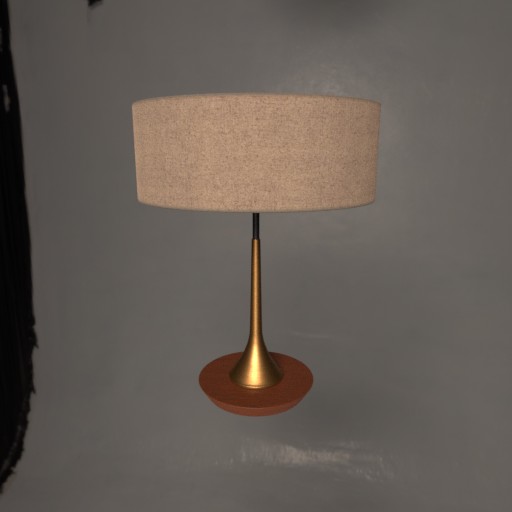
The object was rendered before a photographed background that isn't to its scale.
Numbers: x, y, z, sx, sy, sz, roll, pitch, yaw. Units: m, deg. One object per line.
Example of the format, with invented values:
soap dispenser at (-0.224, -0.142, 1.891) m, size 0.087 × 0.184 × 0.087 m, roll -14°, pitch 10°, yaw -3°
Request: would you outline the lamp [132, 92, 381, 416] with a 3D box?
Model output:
lamp at (0.000, 0.000, 0.829) m, size 0.417 × 0.551 × 0.396 m, roll 2°, pitch 14°, yaw 8°
